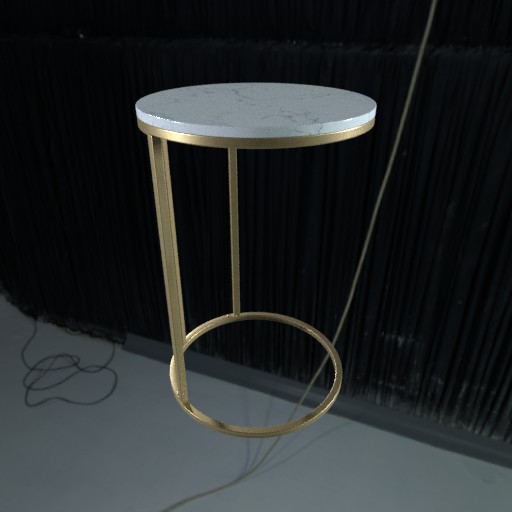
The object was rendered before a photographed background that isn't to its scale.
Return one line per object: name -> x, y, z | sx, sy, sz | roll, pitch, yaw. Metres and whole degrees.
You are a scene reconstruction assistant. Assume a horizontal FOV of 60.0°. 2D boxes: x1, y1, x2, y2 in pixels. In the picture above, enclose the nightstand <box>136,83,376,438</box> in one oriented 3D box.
nightstand -> 0.000, 0.000, 0.905 | 0.400, 0.610, 0.400 | 9, 30, 16
